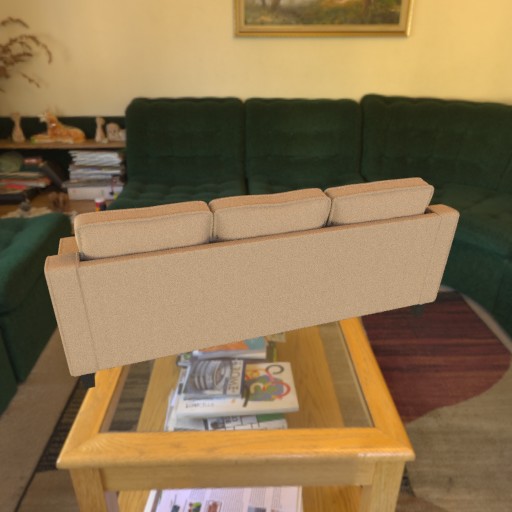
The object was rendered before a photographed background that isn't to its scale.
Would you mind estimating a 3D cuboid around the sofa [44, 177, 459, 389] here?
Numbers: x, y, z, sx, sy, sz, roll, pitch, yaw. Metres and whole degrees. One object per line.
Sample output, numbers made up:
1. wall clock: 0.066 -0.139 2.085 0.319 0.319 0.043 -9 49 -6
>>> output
1. sofa: 0.000 0.000 2.604 2.131 0.902 0.791 -9 27 -17
